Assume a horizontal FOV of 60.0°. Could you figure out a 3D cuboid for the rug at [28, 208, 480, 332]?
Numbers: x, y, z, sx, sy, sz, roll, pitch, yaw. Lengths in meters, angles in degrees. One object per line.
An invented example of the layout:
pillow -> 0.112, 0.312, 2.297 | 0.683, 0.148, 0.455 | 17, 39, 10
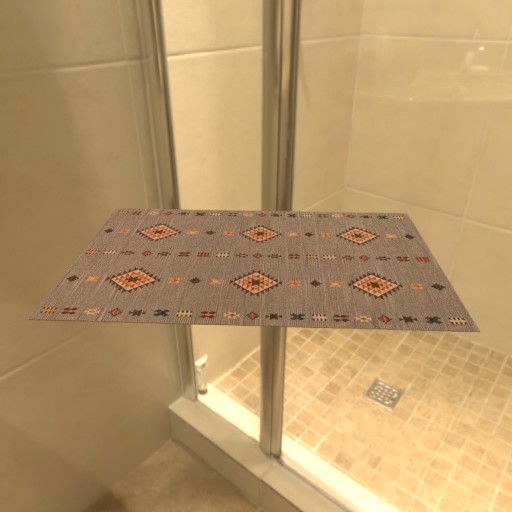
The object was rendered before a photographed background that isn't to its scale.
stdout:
rug -> 0.000, 0.000, 3.034 | 2.427, 0.007, 1.515 | 1, 30, 2
